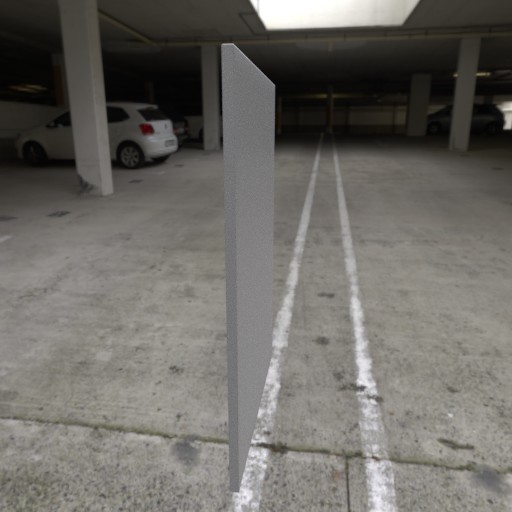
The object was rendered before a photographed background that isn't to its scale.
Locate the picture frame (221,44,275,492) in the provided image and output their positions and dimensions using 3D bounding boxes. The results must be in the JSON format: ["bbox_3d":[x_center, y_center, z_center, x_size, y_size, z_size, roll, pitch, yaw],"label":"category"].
[{"bbox_3d":[0.000,0.000,0.686,0.012,0.534,0.381,2,15,8],"label":"picture frame"}]
